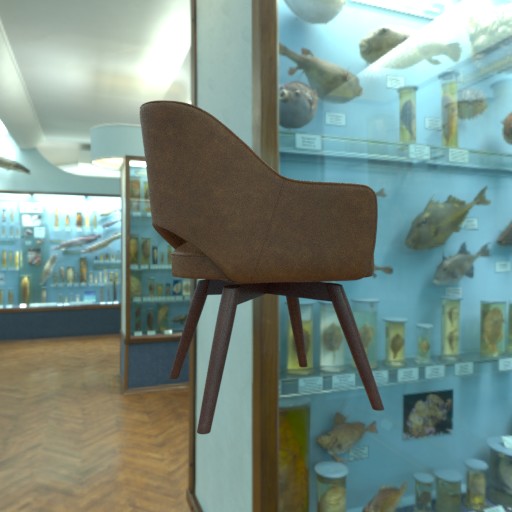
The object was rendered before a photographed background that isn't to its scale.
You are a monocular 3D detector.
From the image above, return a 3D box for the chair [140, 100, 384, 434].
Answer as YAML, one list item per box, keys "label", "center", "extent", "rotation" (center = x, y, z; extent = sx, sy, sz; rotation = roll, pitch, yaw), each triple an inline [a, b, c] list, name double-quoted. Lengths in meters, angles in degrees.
- label: "chair"
  center: [0.000, 0.000, 1.260]
  extent: [0.640, 0.777, 0.591]
  rotation: [0, 0, -19]
